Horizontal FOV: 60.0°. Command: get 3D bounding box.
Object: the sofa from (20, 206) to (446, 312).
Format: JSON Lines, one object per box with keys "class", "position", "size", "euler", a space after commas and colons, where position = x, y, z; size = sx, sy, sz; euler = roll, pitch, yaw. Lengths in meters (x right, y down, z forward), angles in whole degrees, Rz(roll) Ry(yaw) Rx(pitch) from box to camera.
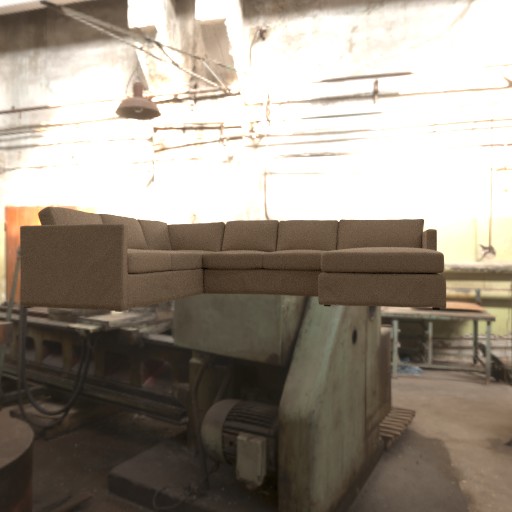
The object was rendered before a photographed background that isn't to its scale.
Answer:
{"class": "sofa", "position": [0.000, 0.000, 4.395], "size": [3.460, 0.882, 2.427], "euler": [0, 0, 17]}
